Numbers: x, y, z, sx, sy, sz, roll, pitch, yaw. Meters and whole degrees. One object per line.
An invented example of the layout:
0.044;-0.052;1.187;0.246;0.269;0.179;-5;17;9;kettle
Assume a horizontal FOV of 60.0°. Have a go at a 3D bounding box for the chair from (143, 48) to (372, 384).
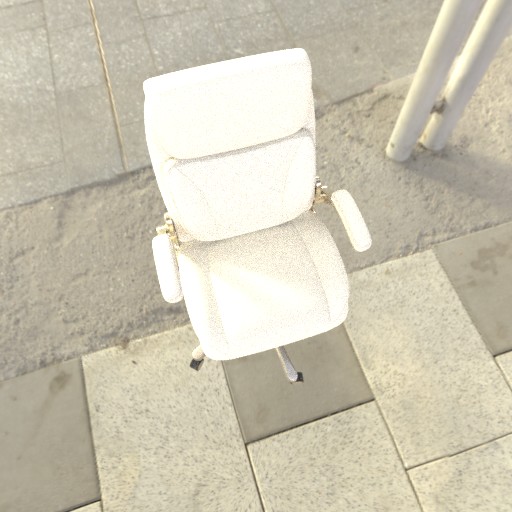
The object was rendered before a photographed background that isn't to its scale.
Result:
0.000;0.000;1.618;0.740;1.110;0.794;-18;64;-9;chair
